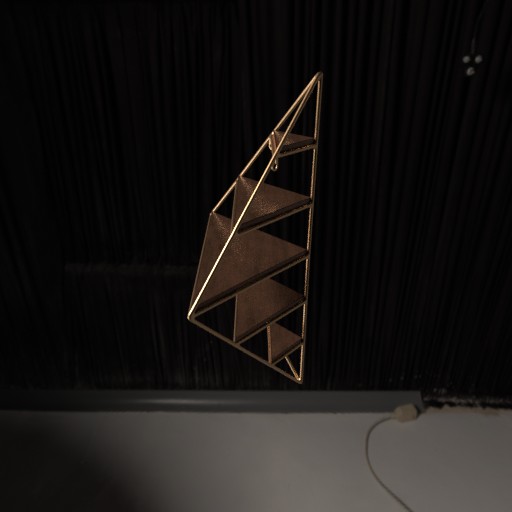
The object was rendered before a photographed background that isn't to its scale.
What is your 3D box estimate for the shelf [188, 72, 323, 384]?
[{"bbox_3d":[0.000,0.000,1.186,0.294,0.913,0.564,0,28,0],"label":"shelf"}]
